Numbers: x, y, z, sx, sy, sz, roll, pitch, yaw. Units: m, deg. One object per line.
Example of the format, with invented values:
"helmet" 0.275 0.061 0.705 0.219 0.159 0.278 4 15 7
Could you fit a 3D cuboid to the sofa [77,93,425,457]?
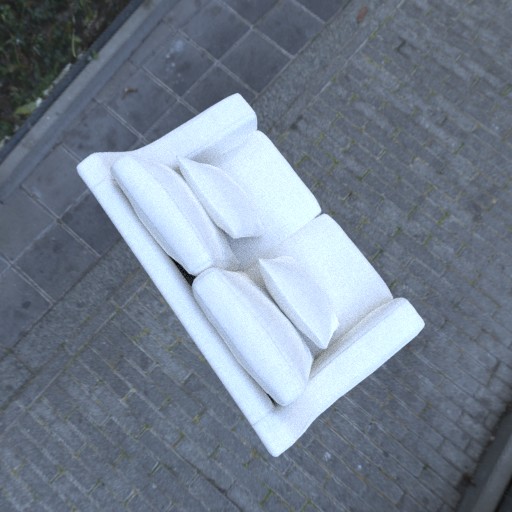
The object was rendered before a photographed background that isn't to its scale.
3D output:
"sofa" 0.000 0.000 2.478 1.040 1.047 1.744 -35 79 -8
